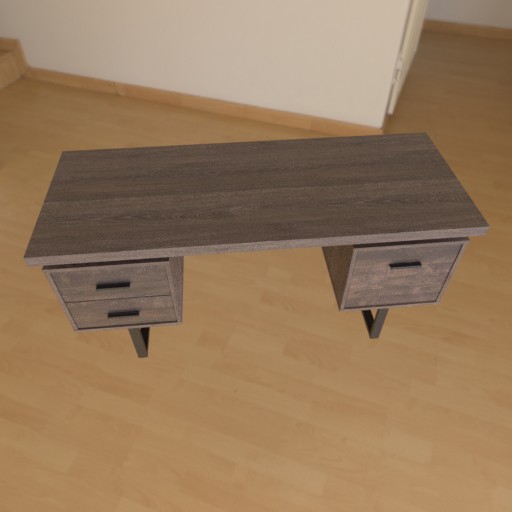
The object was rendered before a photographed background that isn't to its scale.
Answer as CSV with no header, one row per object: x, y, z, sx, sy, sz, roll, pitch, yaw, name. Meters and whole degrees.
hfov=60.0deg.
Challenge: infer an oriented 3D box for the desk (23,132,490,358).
0.000,0.000,1.920,1.524,0.760,0.600,-4,46,-4,desk
